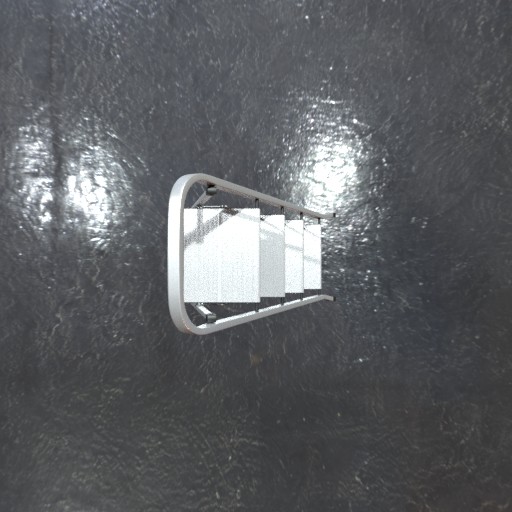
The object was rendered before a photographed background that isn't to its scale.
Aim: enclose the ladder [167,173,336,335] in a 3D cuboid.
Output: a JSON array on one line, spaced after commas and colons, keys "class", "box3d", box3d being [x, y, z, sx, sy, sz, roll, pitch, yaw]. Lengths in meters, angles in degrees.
[{"class": "ladder", "box3d": [0.000, 0.000, 1.678, 0.830, 1.290, 0.465, 0, 90, 0]}]
